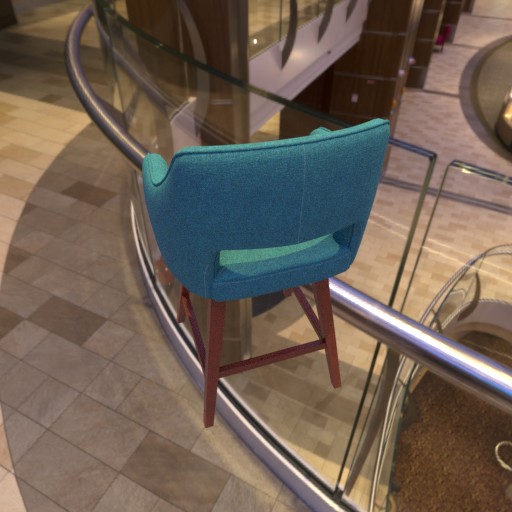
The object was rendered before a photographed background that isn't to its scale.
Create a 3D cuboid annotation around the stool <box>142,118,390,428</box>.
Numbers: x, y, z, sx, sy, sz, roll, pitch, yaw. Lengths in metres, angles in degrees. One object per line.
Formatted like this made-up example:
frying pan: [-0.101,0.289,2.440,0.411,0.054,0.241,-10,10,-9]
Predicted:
stool: [0.000,0.000,1.281,0.548,0.961,0.556,-12,42,-14]
